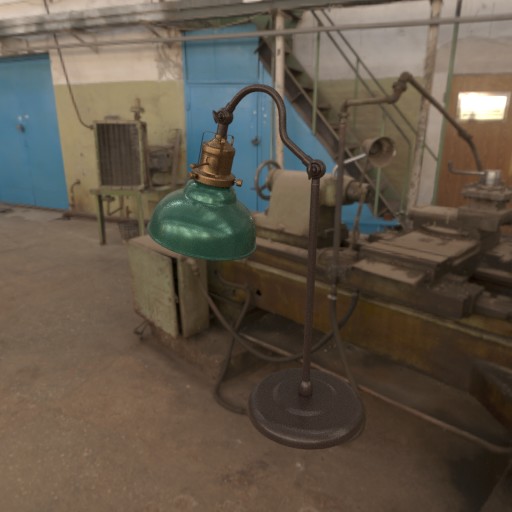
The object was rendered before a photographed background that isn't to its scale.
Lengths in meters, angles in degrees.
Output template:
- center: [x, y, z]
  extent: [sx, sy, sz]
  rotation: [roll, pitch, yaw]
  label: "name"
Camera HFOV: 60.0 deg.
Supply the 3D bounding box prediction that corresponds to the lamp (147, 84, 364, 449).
- center: [0.000, 0.000, 0.701]
  extent: [0.374, 0.508, 0.192]
  rotation: [9, 20, 25]
  label: "lamp"
